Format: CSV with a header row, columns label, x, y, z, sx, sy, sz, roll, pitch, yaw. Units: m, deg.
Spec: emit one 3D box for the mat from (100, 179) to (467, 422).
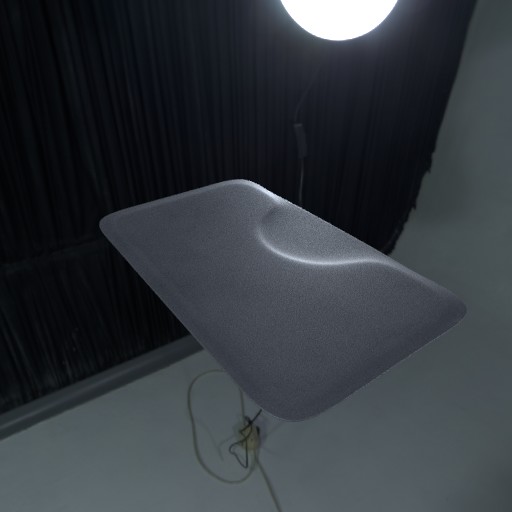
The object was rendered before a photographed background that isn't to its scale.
label,x,y,z,sx,sy,sz,roll,pitch,yaw
mat,0.000,0.000,1.898,0.918,0.013,1.524,-21,38,-30
